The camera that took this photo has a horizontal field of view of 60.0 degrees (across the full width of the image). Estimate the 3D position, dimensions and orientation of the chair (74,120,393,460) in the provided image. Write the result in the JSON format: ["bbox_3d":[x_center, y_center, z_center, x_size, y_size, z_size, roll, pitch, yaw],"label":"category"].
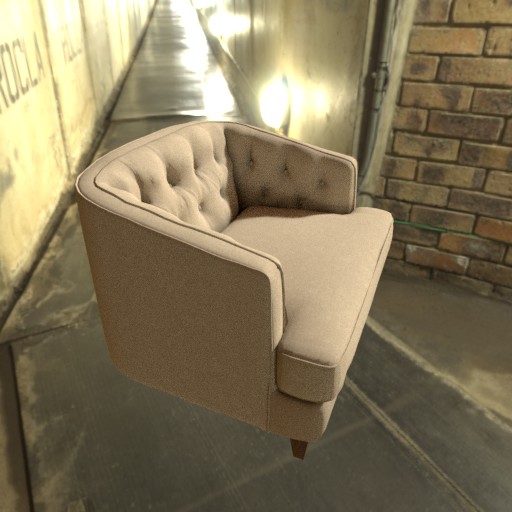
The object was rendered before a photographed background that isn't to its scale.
[{"bbox_3d":[0.000,0.000,1.740,0.941,0.852,1.104,12,32,20],"label":"chair"}]
